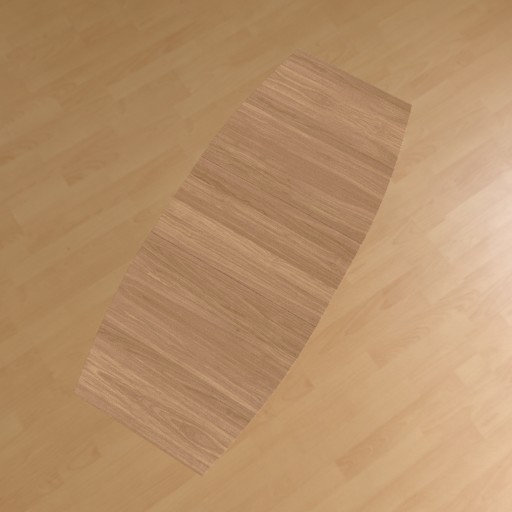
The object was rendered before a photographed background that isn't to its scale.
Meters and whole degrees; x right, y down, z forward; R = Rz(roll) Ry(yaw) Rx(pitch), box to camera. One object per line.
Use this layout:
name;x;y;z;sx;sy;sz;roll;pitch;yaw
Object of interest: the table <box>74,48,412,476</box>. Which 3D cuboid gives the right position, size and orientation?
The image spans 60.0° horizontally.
table;0.000;0.000;2.475;0.900;0.750;2.032;30;78;7
